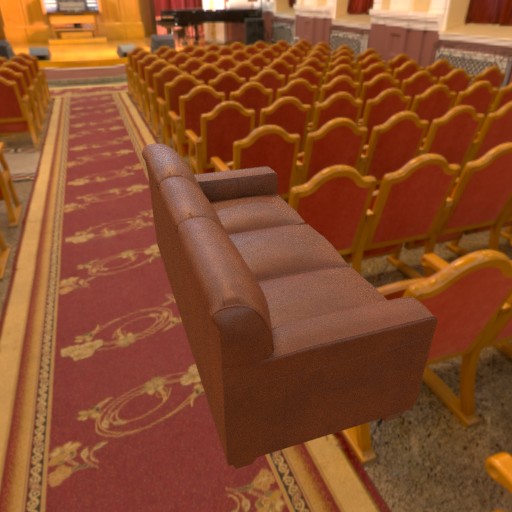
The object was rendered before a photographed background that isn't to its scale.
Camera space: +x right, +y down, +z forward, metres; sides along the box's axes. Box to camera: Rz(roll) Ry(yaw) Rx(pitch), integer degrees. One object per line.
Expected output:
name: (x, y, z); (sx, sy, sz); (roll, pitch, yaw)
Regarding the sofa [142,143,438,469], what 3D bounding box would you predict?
sofa: (0.000, 0.000, 2.624); (1.008, 0.953, 2.039); (-10, 32, -16)
